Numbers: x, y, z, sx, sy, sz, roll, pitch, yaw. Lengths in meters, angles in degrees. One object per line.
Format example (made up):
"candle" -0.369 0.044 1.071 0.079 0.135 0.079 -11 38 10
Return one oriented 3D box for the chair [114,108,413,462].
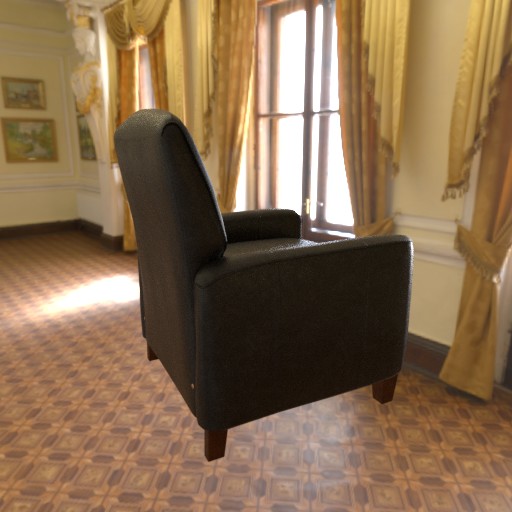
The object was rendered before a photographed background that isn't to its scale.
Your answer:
"chair" 0.000 0.000 1.659 0.864 1.014 0.848 -7 15 -26
